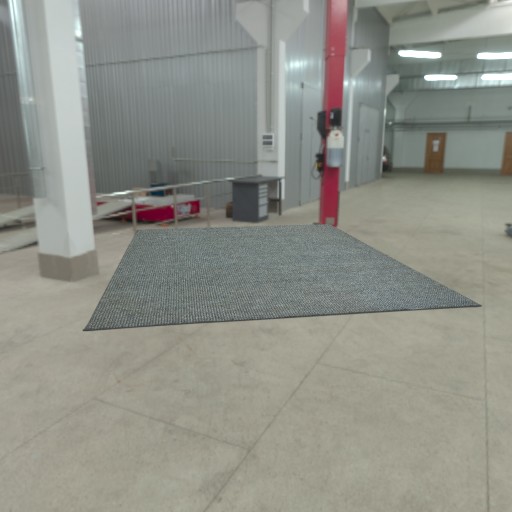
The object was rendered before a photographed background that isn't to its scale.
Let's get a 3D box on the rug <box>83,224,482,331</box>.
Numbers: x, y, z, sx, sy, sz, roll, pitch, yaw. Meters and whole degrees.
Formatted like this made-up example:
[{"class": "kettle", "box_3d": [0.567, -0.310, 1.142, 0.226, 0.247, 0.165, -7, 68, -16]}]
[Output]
[{"class": "rug", "box_3d": [0.000, 0.000, 4.123, 2.456, 0.021, 3.068, -2, 14, -9]}]
